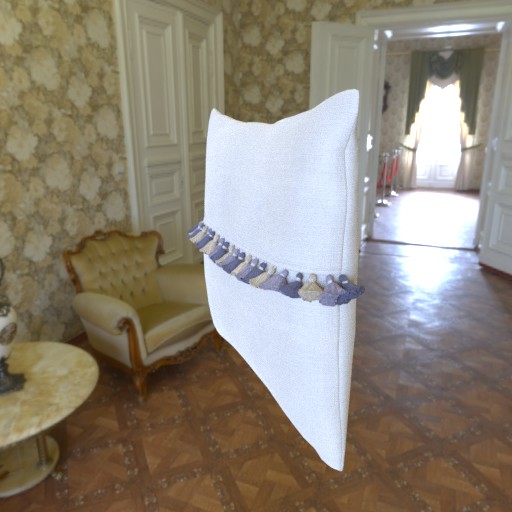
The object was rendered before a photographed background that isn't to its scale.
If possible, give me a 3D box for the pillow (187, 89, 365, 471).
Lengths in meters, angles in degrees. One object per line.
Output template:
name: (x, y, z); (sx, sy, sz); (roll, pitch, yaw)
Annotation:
pillow: (0.000, 0.000, 0.726); (0.165, 0.481, 0.489); (-7, 17, -23)
